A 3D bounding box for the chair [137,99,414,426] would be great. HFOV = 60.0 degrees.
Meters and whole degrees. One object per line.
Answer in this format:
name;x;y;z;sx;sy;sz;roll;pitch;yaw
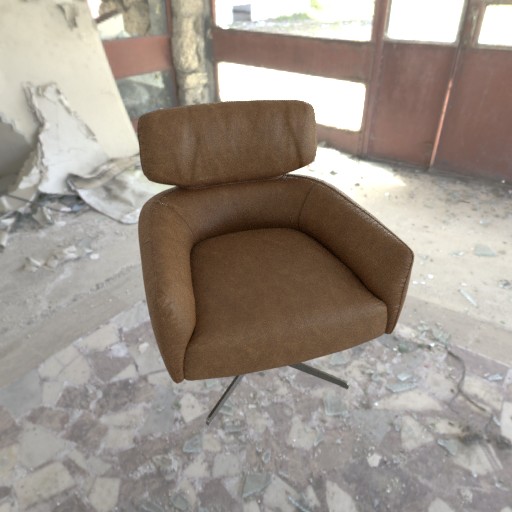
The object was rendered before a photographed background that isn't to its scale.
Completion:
chair;0.000;0.000;1.402;0.706;0.812;0.715;-10;34;-15
